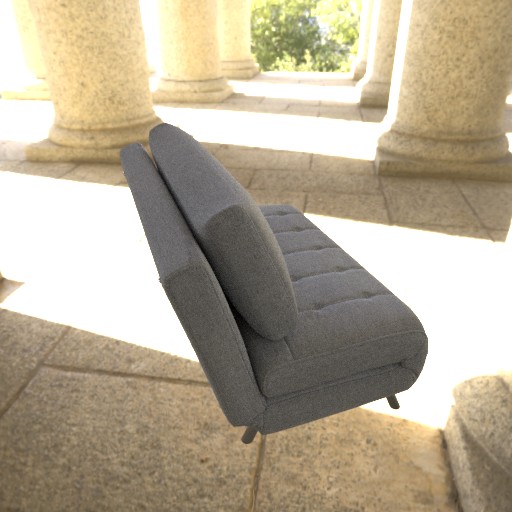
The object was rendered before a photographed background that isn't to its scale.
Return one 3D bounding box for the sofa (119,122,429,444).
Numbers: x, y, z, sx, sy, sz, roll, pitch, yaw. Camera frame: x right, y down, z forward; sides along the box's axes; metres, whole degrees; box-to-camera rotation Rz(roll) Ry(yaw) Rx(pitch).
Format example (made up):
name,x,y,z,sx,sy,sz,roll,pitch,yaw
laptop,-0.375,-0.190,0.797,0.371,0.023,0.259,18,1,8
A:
name,x,y,z,sx,sy,sz,roll,pitch,yaw
sofa,0.000,0.000,1.846,0.910,0.910,1.220,-10,31,-18
